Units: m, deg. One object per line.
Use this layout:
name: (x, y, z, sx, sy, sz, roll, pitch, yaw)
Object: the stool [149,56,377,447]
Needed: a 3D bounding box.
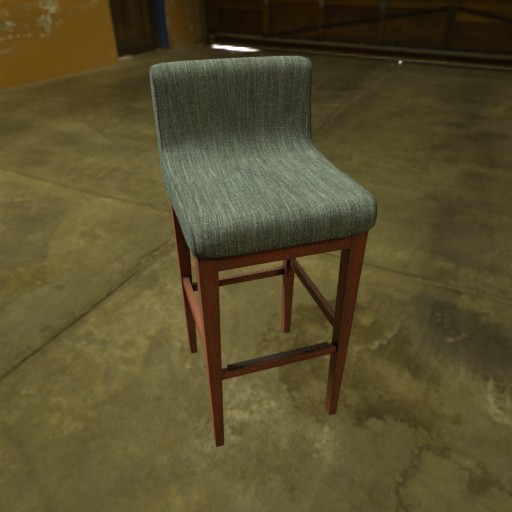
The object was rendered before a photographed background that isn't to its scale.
stool: (0.000, 0.000, 1.240, 0.426, 0.965, 0.499, -10, 34, -15)
